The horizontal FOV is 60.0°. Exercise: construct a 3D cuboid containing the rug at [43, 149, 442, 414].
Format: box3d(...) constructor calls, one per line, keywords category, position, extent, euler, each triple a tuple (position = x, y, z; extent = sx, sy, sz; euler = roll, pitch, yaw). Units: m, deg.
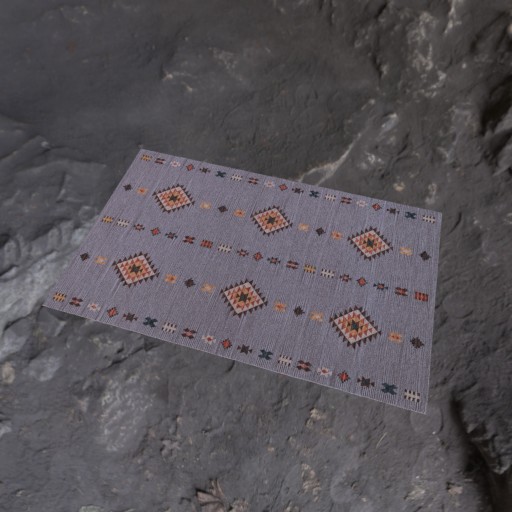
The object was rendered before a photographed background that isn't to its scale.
box3d(category="rug", position=(0.000, 0.000, 3.074), extent=(2.427, 0.007, 1.515), euler=(14, 57, 9))
